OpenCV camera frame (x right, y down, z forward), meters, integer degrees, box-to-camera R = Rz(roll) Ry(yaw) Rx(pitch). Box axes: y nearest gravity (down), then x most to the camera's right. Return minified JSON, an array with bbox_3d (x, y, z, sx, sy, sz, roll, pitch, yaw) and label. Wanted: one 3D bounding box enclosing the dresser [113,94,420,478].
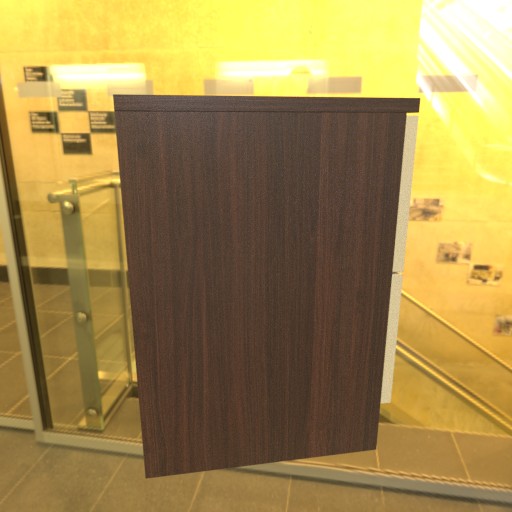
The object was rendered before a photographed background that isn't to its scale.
[{"bbox_3d":[0.000,0.000,0.728,0.360,0.470,0.400,-3,16,-9],"label":"dresser"}]
